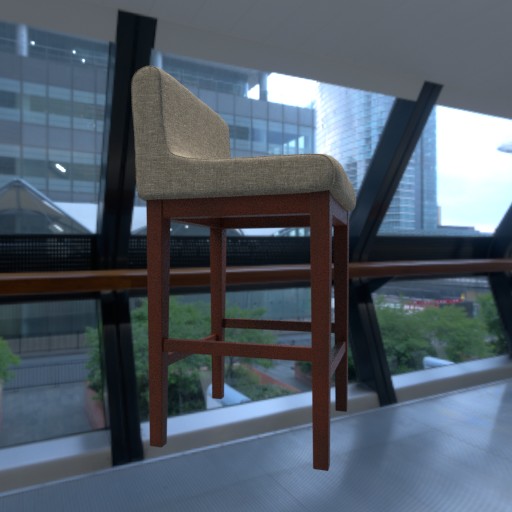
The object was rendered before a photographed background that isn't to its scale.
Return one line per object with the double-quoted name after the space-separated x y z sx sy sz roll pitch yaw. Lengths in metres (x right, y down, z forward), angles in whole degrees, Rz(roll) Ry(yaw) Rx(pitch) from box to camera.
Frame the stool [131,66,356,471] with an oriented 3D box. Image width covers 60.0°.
0.000 0.000 1.096 0.459 0.835 0.417 0 0 17 "stool"
